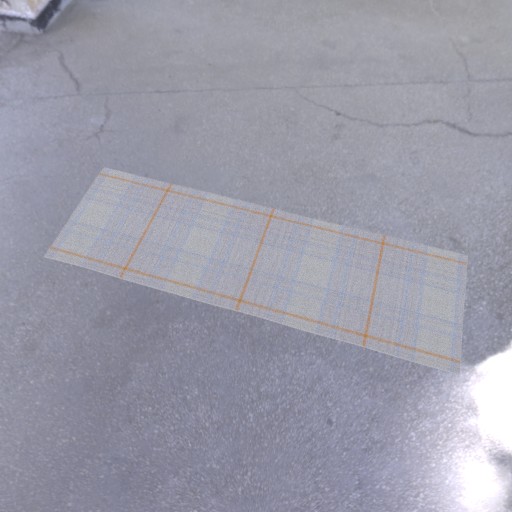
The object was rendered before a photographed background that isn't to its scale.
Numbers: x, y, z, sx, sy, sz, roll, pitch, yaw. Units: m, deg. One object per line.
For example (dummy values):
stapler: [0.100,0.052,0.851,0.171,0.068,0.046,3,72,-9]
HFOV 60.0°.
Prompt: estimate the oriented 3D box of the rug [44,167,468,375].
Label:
rug: [0.000,0.000,2.676,2.442,0.016,0.770,15,59,9]
